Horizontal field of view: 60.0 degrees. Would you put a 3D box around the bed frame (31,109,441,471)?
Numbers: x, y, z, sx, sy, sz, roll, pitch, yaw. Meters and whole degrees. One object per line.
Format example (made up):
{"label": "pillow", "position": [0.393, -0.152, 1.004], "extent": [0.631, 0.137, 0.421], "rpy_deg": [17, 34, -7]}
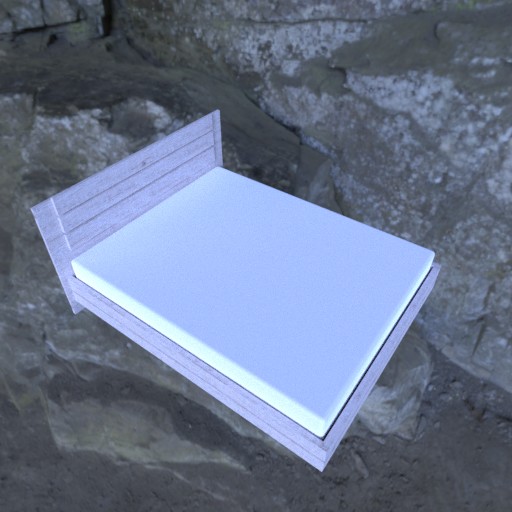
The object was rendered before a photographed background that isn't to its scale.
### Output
{"label": "bed frame", "position": [0.000, 0.000, 3.044], "extent": [2.080, 0.970, 1.750], "rpy_deg": [26, 48, 26]}
